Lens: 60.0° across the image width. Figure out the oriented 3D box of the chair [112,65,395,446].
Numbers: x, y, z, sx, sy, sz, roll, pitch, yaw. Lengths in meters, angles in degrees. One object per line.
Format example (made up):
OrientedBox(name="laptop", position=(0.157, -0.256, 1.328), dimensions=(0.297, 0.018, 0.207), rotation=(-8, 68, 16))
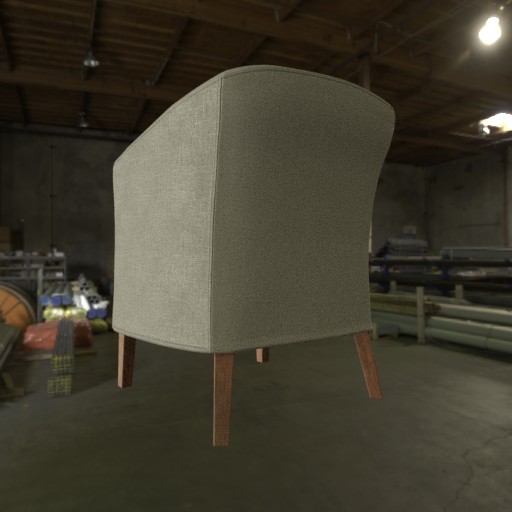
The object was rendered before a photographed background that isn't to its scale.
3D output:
OrientedBox(name="chair", position=(0.000, 0.000, 1.231), dimensions=(0.600, 0.771, 0.668), rotation=(0, 0, -37))
